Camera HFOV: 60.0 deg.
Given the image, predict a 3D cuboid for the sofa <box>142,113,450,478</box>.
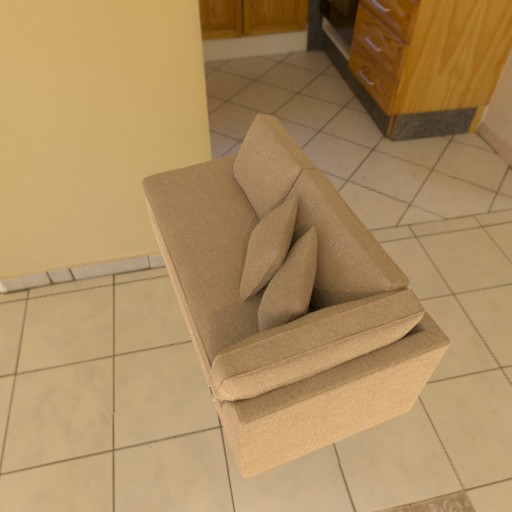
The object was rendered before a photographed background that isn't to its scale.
[{"bbox_3d":[0.000,0.000,2.857,1.110,1.019,2.238,-16,49,-15],"label":"sofa"}]
